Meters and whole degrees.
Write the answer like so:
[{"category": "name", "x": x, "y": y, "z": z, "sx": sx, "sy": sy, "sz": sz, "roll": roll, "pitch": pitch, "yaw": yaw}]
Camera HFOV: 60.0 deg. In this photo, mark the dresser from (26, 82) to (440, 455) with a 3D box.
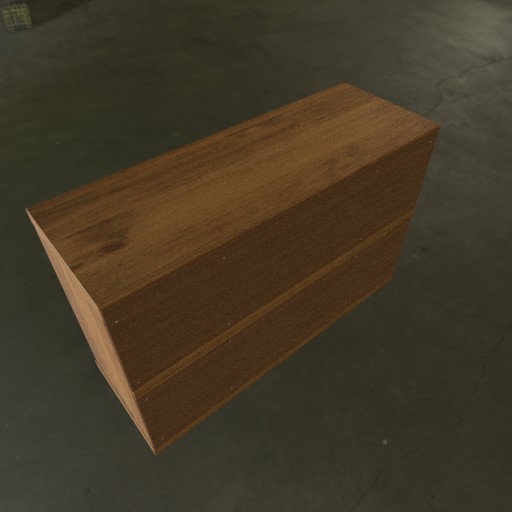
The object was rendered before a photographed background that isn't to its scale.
[{"category": "dresser", "x": 0.000, "y": 0.000, "z": 1.648, "sx": 1.261, "sy": 0.825, "sz": 0.479, "roll": -30, "pitch": 52, "yaw": -27}]
